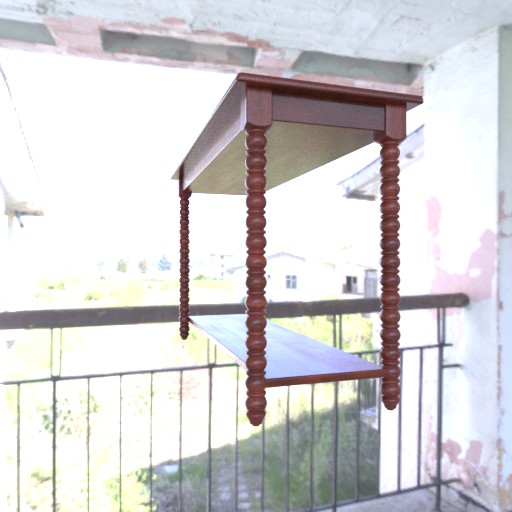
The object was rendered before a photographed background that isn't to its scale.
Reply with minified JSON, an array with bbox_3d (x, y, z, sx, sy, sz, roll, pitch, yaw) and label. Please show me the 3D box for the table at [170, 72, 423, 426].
[{"bbox_3d":[0.000,0.000,1.524,0.459,0.740,1.184,0,0,-17],"label":"table"}]
